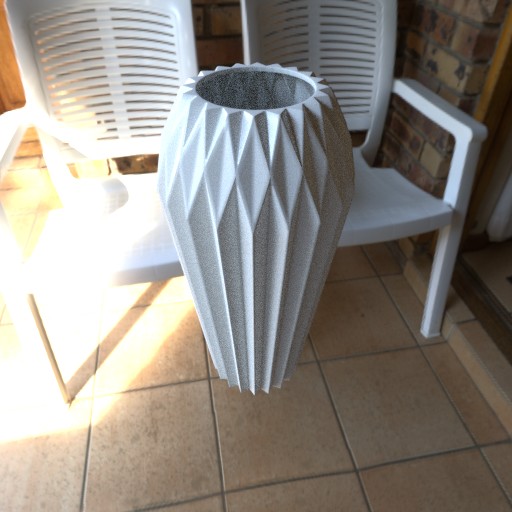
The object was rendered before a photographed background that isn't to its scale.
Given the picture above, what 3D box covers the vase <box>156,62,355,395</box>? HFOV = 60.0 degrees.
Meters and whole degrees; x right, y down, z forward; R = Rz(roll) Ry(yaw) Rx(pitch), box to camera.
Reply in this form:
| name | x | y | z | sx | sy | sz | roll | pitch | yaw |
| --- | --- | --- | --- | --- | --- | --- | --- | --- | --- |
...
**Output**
| name | x | y | z | sx | sy | sz | roll | pitch | yaw |
| --- | --- | --- | --- | --- | --- | --- | --- | --- | --- |
| vase | 0.000 | 0.000 | 0.346 | 0.133 | 0.263 | 0.133 | 0 | 41 | 0 |
